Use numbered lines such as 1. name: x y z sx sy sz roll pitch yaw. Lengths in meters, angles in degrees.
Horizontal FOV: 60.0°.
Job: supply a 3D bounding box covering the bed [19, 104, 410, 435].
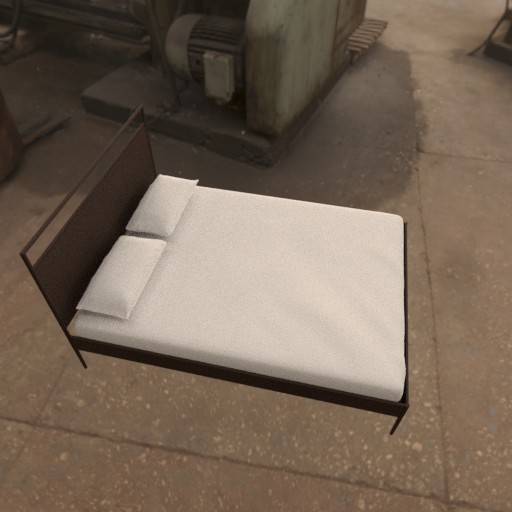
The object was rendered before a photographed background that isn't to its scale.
1. bed: 0.000 0.000 3.040 2.122 1.173 1.572 9 48 9
